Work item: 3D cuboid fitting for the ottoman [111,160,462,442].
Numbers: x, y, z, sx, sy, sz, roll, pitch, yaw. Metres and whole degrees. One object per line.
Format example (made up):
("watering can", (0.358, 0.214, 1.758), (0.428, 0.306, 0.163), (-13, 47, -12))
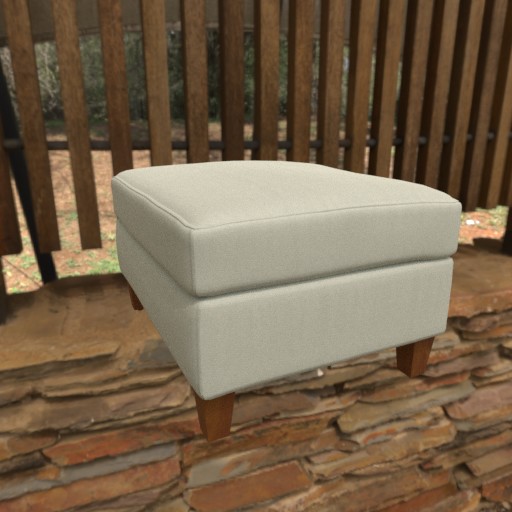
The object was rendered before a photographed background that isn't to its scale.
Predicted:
("ottoman", (0.000, 0.000, 1.216), (0.634, 0.496, 0.818), (-8, 18, -25))
